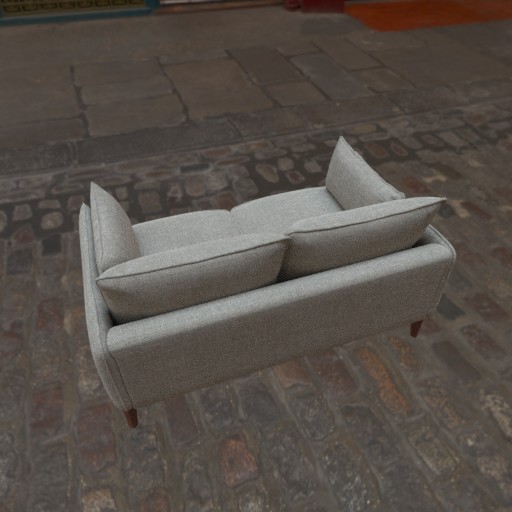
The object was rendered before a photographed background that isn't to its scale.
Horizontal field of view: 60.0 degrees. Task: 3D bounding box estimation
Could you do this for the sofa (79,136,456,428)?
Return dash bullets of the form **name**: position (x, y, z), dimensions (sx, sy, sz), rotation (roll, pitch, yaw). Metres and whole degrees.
- **sofa**: position (0.000, 0.000, 2.158), dimensions (1.580, 0.851, 0.972), rotation (-14, 44, -15)
